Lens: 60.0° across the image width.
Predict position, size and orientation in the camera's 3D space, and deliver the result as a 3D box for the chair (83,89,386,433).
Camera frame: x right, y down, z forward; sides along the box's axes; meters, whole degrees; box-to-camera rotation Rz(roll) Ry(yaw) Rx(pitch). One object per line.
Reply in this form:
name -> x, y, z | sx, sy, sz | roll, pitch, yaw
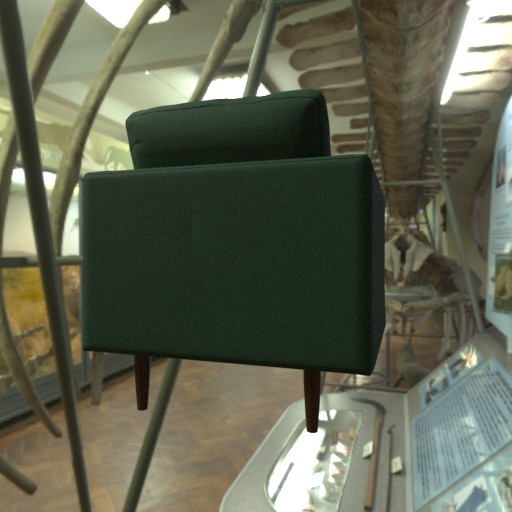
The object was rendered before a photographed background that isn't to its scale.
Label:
chair -> 0.000, 0.000, 1.558 | 0.855, 0.927, 0.800 | 0, 1, 18
